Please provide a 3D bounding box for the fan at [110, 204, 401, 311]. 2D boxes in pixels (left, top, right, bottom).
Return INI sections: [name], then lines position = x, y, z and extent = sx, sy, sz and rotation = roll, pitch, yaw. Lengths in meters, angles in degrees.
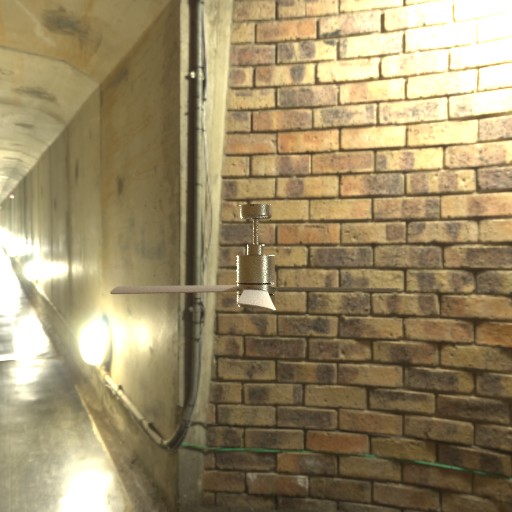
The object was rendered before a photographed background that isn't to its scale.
[fan]
position = 0.000, 0.000, 2.374
extent = 1.525, 0.539, 1.525
rotation = 0, 0, 1
